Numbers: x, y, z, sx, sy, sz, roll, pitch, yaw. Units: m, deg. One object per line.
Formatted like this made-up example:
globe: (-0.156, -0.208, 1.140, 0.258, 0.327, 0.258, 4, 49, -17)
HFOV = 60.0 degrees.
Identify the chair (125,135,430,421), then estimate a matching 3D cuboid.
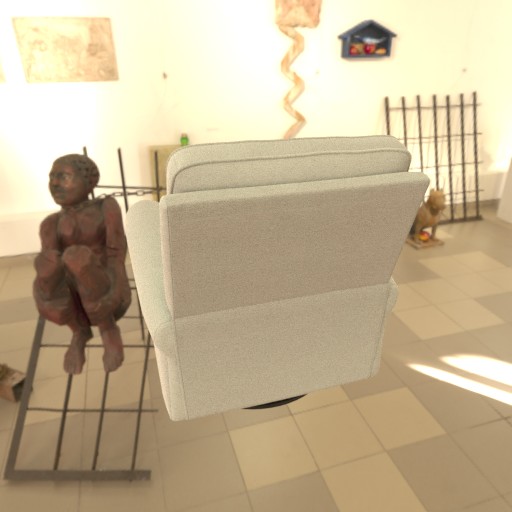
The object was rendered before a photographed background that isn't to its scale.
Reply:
chair: (0.000, 0.000, 1.626, 0.890, 0.960, 0.878, -8, 27, -16)
